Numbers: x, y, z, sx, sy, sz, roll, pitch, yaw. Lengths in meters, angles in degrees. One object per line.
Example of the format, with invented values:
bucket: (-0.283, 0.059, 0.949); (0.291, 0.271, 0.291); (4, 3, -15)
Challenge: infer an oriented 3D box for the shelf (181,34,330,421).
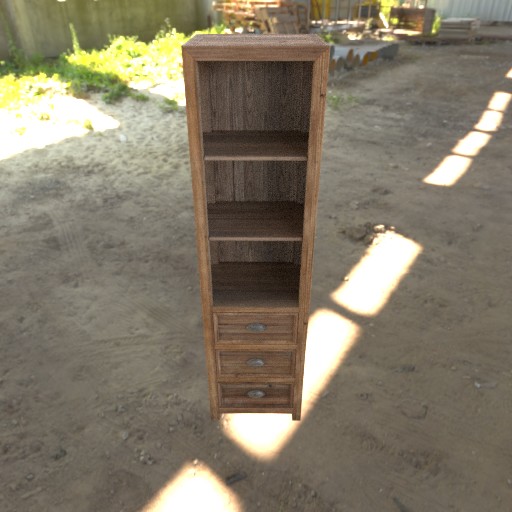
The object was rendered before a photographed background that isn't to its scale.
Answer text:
shelf: (0.000, 0.000, 2.153); (0.500, 1.900, 0.428); (0, 31, 0)
